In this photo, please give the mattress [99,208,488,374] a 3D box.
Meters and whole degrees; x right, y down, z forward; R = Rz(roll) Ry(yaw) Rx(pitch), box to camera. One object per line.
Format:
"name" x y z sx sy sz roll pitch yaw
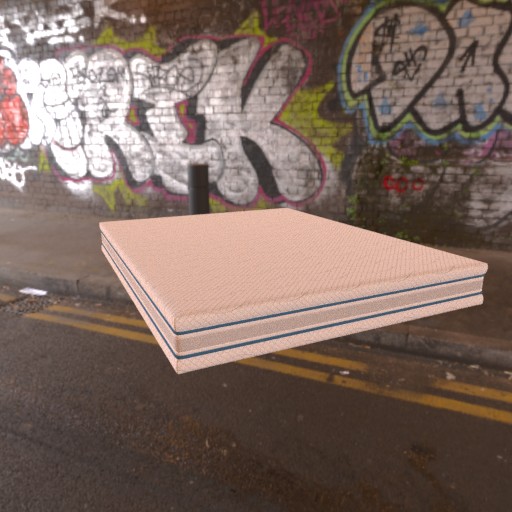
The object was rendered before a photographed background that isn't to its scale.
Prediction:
"mattress" 0.000 0.000 2.758 1.600 0.230 2.000 -7 17 -25
